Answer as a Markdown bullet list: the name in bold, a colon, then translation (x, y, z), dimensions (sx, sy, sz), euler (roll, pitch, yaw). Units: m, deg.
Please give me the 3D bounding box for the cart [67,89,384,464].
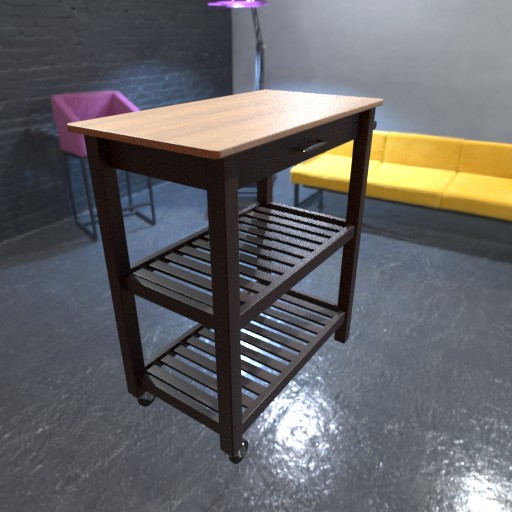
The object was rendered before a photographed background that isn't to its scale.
- **cart**: translation (0.000, 0.000, 1.449), dimensions (0.457, 0.927, 0.899), euler (18, 32, 31)
